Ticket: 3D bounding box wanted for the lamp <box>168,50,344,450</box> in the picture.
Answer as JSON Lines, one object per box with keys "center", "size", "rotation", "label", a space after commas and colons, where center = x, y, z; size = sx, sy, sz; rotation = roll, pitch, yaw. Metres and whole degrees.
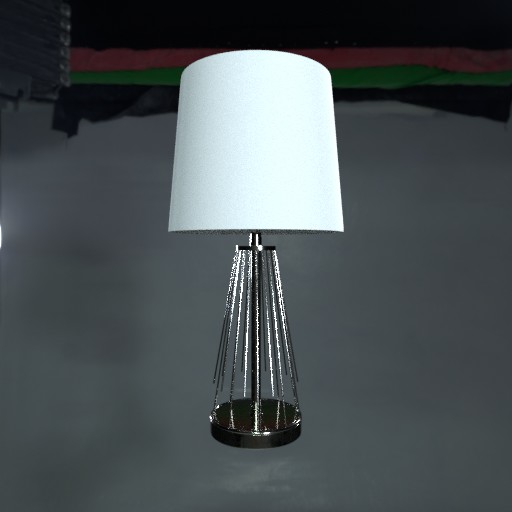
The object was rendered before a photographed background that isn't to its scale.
{"center": [0.000, 0.000, 0.782], "size": [0.303, 0.618, 0.303], "rotation": [0, 1, 0], "label": "lamp"}
